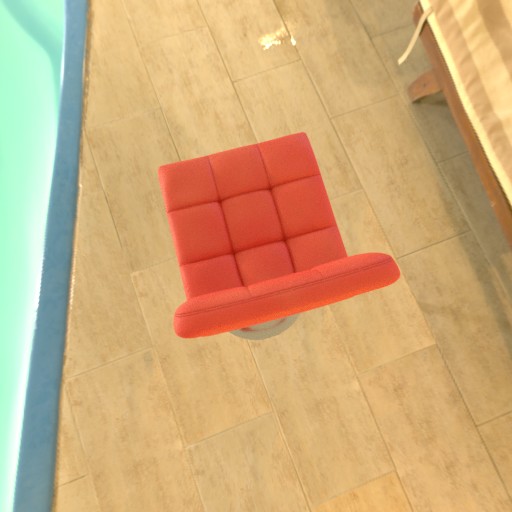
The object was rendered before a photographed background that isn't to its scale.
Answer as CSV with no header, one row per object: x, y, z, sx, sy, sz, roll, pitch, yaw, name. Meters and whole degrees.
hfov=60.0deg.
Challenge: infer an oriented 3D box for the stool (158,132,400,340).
0.000,0.000,1.352,0.430,1.115,0.505,-15,76,-4,stool
